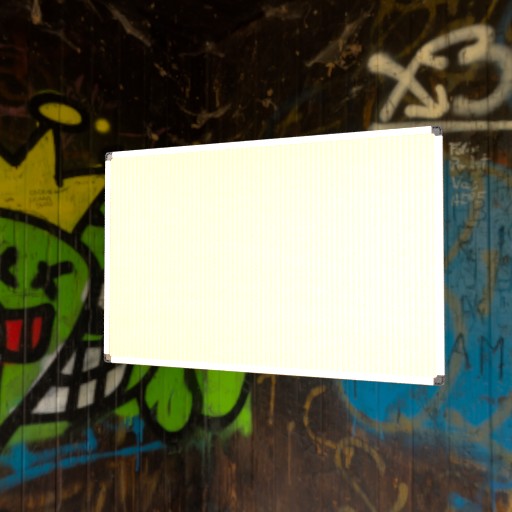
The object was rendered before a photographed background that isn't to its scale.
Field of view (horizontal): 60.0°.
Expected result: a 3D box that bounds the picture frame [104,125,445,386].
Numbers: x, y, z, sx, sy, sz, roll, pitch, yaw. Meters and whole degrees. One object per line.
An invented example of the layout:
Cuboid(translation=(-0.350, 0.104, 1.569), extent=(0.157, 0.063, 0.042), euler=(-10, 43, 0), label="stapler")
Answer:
Cuboid(translation=(0.000, 0.000, 1.145), extent=(0.900, 0.600, 0.010), euler=(0, -1, 16), label="picture frame")
